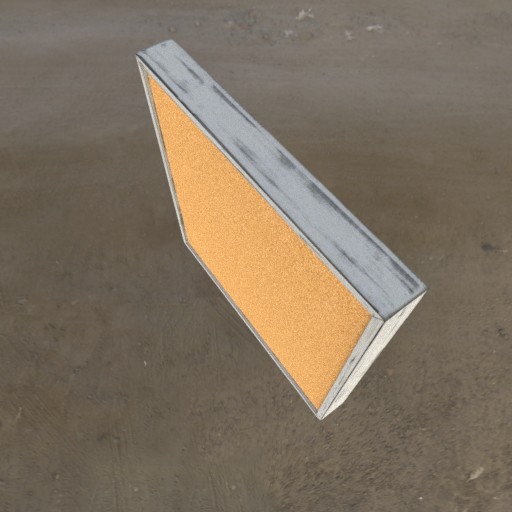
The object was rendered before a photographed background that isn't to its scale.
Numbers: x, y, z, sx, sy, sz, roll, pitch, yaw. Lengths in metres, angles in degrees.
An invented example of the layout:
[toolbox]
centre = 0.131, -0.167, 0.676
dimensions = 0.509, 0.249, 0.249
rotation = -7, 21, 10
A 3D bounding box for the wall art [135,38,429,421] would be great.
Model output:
[wall art]
centre = 0.000, 0.000, 0.453
dimensions = 0.036, 0.303, 0.303
rotation = -32, 64, -17
